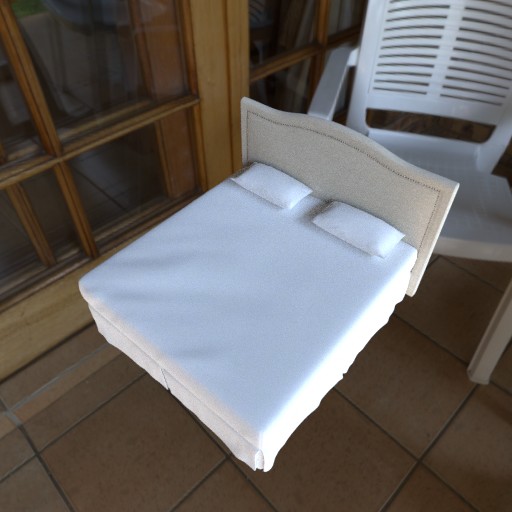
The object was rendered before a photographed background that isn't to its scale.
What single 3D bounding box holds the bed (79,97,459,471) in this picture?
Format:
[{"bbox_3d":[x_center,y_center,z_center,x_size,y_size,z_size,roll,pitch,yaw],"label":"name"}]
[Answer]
[{"bbox_3d":[0.000,0.000,3.555,2.083,1.421,2.182,31,54,27],"label":"bed"}]
